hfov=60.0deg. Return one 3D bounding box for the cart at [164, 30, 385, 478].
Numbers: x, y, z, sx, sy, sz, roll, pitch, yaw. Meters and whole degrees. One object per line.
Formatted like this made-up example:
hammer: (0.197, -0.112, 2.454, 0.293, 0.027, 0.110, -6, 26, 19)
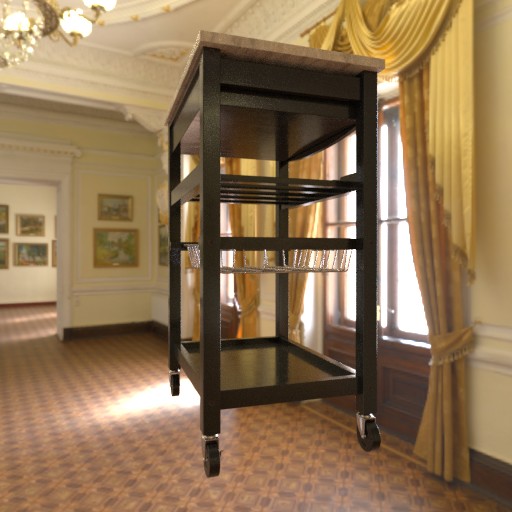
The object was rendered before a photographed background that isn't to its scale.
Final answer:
cart: (0.000, 0.000, 1.151, 0.403, 0.839, 0.584, 0, 0, -18)
